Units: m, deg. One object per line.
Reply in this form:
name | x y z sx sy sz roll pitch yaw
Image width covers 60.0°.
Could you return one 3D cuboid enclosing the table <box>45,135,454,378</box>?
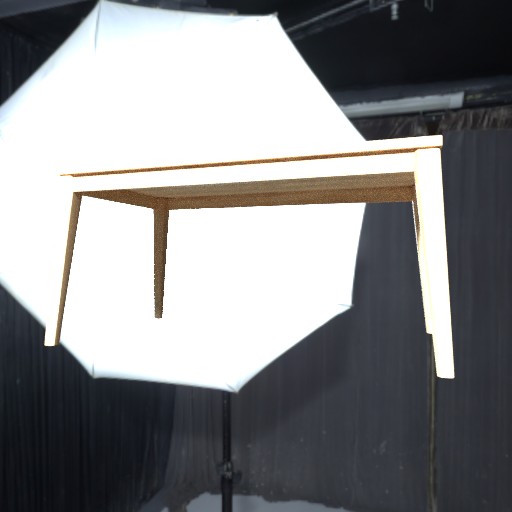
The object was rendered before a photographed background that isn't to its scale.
table | 0.000 0.000 2.049 1.600 0.760 0.900 0 0 19
